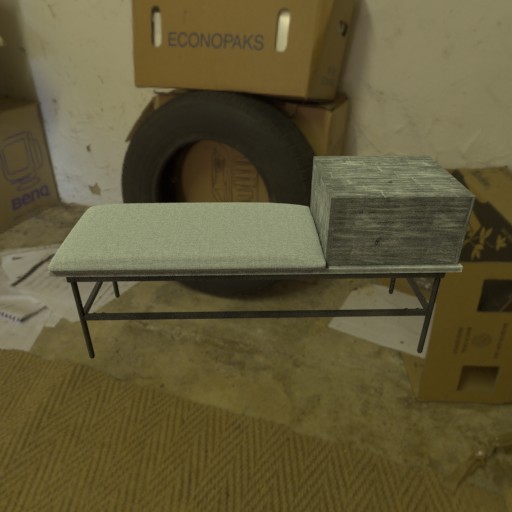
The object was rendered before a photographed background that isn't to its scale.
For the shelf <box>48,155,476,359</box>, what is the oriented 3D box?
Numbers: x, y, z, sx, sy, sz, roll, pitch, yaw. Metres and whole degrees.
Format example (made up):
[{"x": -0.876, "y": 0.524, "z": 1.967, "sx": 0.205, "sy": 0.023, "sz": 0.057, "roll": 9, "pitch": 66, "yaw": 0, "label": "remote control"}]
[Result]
[{"x": 0.000, "y": 0.000, "z": 1.657, "sx": 1.342, "sy": 0.633, "sz": 0.457, "roll": -1, "pitch": 31, "yaw": -1, "label": "shelf"}]
